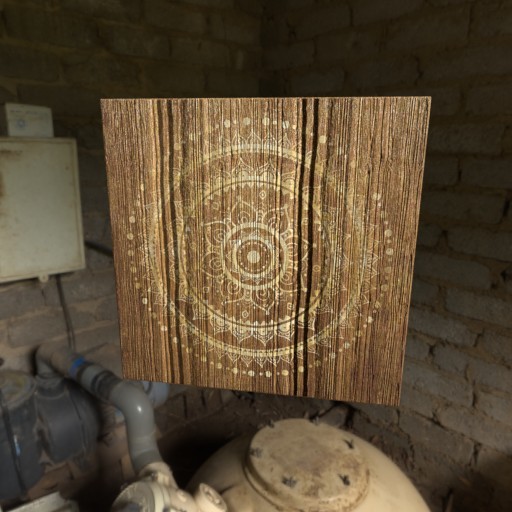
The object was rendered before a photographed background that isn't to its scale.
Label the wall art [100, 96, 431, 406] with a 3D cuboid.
[{"bbox_3d":[0.000,0.000,0.899,0.611,0.608,0.042,3,15,9],"label":"wall art"}]
